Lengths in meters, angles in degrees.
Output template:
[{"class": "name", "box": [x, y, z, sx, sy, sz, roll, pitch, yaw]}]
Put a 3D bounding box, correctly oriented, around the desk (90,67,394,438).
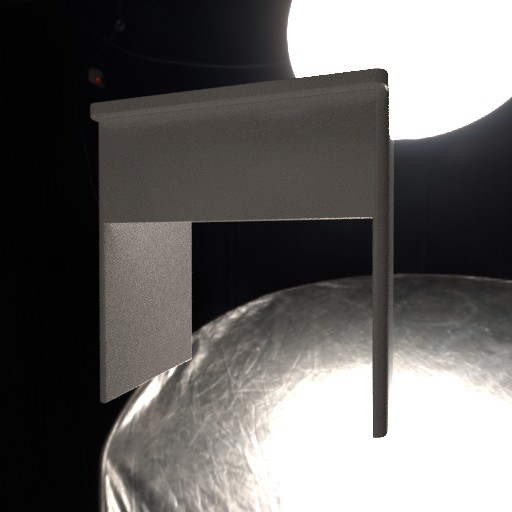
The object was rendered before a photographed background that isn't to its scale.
[{"class": "desk", "box": [0.000, 0.000, 1.304, 0.762, 0.800, 0.549, 0, 1, 18]}]
